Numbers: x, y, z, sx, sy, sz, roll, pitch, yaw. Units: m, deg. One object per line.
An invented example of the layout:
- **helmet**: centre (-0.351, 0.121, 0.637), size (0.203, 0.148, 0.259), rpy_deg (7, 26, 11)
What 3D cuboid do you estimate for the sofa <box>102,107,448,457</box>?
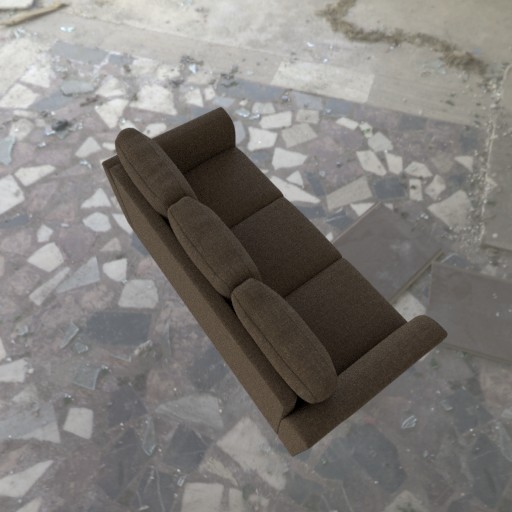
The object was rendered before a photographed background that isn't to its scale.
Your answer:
- **sofa**: centre (0.000, 0.000, 2.392), size (0.837, 0.891, 1.847), rpy_deg (-32, 64, -18)
